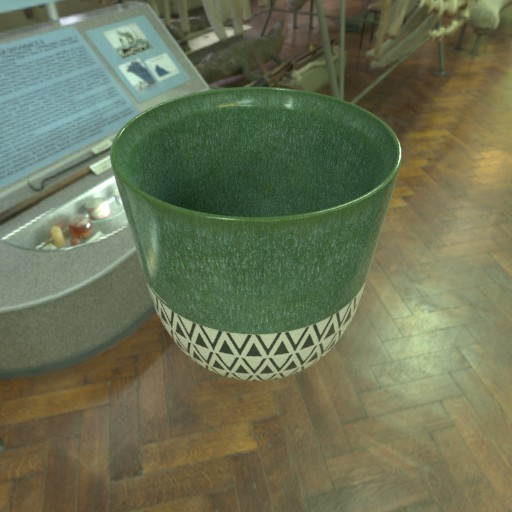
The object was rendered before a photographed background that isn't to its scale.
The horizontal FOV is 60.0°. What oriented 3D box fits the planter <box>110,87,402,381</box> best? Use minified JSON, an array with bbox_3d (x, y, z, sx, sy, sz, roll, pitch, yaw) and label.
[{"bbox_3d":[0.000,0.000,0.373,0.195,0.214,0.195,0,40,0],"label":"planter"}]
